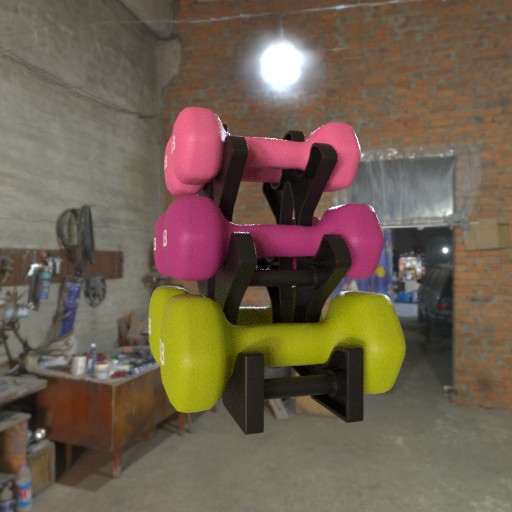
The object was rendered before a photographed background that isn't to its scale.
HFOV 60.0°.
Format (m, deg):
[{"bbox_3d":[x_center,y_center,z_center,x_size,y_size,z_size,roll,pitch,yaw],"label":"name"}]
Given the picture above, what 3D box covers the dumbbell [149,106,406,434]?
[{"bbox_3d":[0.000,0.000,0.453,0.203,0.261,0.257,0,-1,-17],"label":"dumbbell"}]
